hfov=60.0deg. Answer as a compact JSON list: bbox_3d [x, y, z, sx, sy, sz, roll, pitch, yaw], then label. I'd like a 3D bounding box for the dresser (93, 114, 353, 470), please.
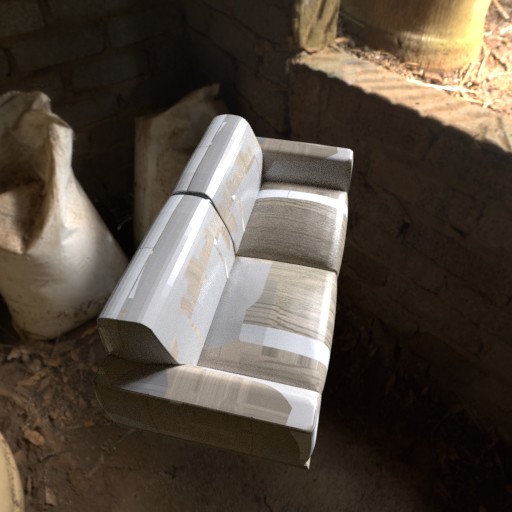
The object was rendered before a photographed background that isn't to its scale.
[{"bbox_3d":[0.000,0.000,5.827,2.251,1.863,4.679,9,47,9],"label":"dresser"}]
